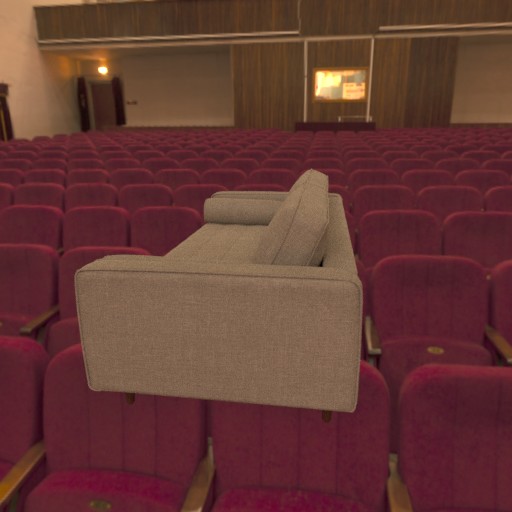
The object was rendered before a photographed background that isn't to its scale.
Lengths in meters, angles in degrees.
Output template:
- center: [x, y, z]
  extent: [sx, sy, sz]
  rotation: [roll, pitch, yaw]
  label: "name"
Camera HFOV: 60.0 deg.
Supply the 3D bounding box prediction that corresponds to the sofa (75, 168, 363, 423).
- center: [0.000, 0.000, 2.249]
  extent: [0.914, 0.762, 1.879]
  rotation: [2, 16, 8]
  label: "sofa"
